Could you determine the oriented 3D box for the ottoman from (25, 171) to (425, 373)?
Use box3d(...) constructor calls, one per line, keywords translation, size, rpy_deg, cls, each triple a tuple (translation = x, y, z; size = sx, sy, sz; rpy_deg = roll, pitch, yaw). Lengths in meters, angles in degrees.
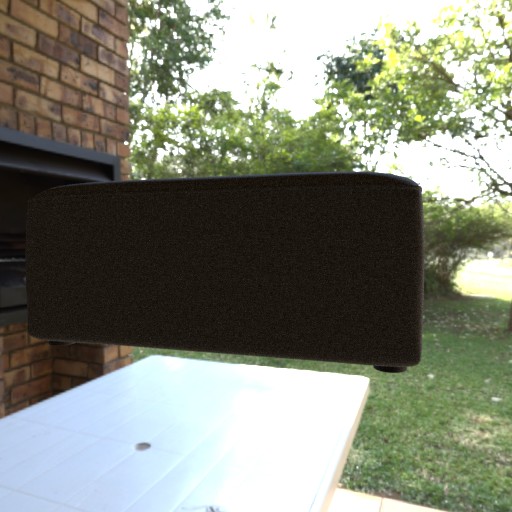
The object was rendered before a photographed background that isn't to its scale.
box3d(translation=(0.000, 0.000, 1.518), size=(1.015, 0.464, 1.005), rpy_deg=(1, 2, 17), cls="ottoman")
